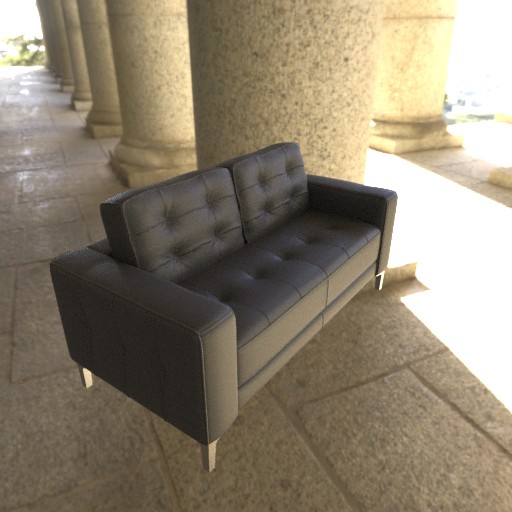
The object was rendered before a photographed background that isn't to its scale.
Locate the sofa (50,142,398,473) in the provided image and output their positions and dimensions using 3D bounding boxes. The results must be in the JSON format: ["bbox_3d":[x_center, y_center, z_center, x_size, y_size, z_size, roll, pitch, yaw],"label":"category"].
[{"bbox_3d":[0.000,0.000,2.225,0.833,0.892,1.726,18,32,32],"label":"sofa"}]
